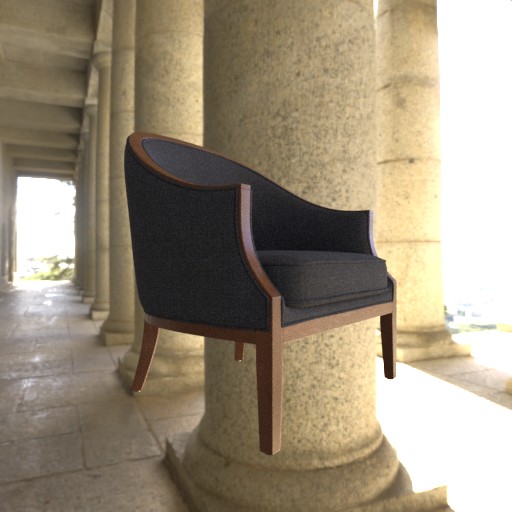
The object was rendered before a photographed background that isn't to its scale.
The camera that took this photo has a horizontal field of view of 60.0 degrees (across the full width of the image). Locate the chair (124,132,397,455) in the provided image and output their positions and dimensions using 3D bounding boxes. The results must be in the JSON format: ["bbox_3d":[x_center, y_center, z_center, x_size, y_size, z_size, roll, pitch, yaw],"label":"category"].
[{"bbox_3d":[0.000,0.000,1.470,0.735,0.876,0.803,0,0,37],"label":"chair"}]
